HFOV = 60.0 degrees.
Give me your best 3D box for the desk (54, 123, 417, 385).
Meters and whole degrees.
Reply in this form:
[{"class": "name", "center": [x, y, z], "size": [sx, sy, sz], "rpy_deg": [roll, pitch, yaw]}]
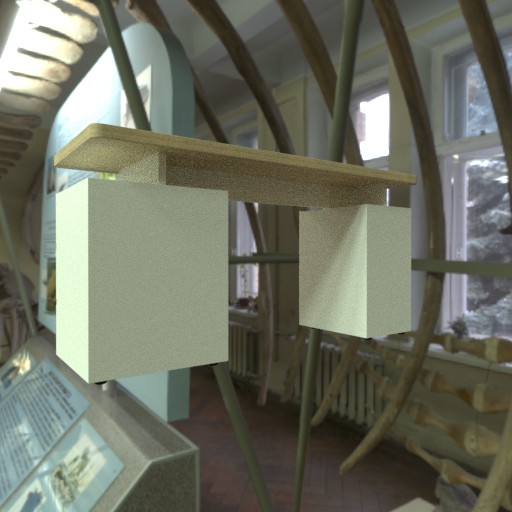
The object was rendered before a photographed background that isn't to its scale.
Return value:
[{"class": "desk", "center": [0.000, 0.000, 1.890], "size": [1.500, 0.755, 0.550], "rpy_deg": [0, 0, -35]}]
